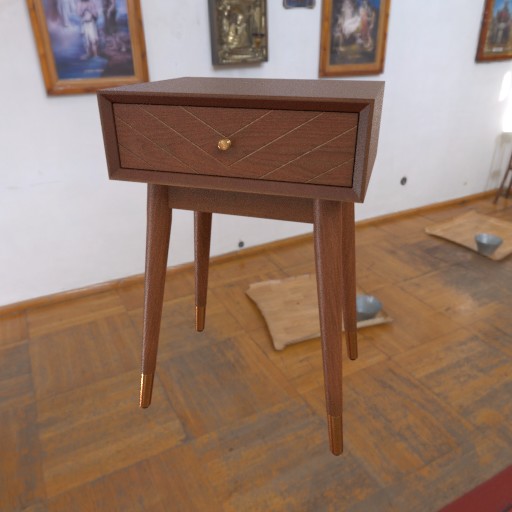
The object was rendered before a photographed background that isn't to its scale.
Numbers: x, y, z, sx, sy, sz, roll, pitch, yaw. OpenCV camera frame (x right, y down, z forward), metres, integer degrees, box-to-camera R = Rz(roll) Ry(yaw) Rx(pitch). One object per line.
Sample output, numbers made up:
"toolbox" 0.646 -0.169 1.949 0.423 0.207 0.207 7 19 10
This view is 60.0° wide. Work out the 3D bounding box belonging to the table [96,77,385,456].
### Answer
"table" 0.000 0.000 0.829 0.406 0.599 0.300 8 27 15
